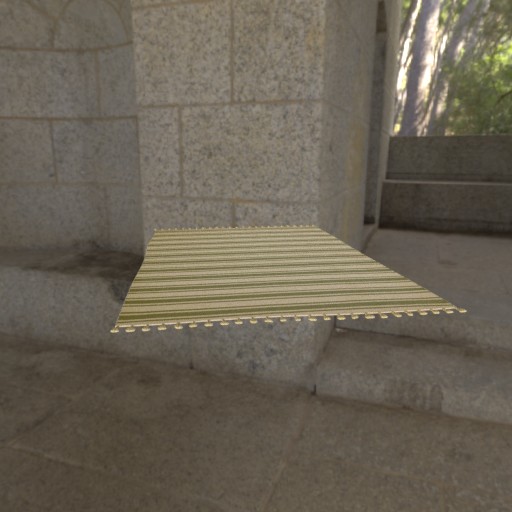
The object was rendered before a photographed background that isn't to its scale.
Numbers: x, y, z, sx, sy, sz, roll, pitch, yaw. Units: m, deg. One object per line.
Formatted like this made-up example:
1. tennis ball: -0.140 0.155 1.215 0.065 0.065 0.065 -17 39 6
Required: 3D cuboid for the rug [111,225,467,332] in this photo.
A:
1. rug: 0.000 0.000 2.304 1.162 0.013 1.875 -2 13 -8
